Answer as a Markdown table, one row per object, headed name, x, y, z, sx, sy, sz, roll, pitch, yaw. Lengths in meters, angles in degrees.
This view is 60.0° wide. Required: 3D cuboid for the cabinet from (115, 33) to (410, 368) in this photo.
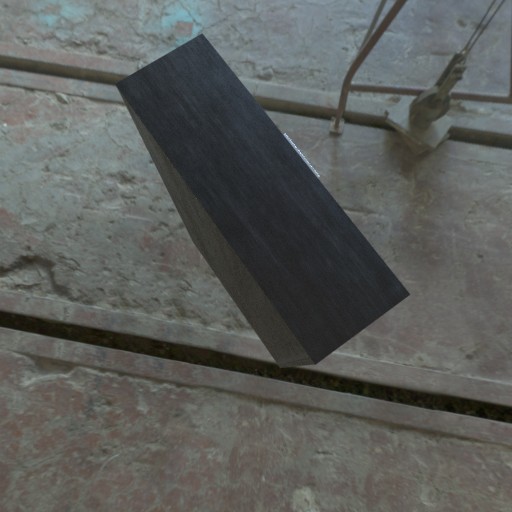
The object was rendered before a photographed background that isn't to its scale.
| name | x | y | z | sx | sy | sz | roll | pitch | yaw |
| --- | --- | --- | --- | --- | --- | --- | --- | --- | --- |
| cabinet | 0.000 | 0.000 | 1.558 | 0.250 | 1.280 | 0.750 | -34 | 78 | -8 |
